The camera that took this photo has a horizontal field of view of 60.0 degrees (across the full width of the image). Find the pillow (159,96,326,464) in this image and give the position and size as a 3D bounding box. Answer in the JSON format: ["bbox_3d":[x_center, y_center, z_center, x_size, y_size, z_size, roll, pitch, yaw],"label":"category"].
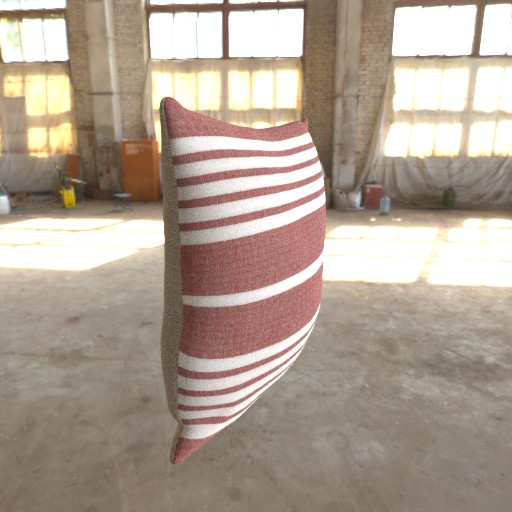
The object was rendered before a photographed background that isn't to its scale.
[{"bbox_3d":[0.000,0.000,0.671,0.182,0.427,0.439,7,17,25],"label":"pillow"}]
